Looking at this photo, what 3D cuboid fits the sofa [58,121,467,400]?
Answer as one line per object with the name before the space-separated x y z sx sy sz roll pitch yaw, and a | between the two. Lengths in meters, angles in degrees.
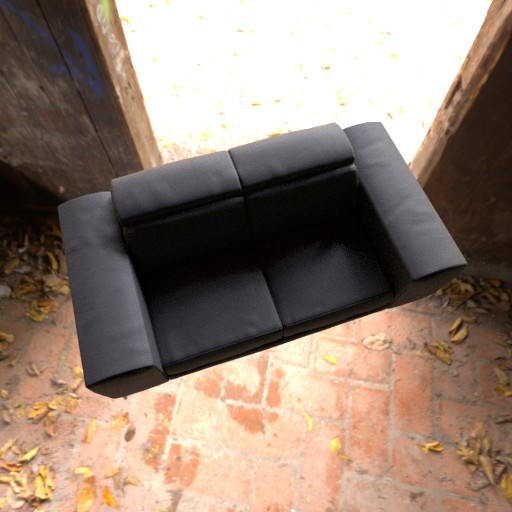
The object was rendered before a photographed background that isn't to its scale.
sofa | 0.000 0.000 2.447 1.895 0.779 1.003 -17 64 -8
